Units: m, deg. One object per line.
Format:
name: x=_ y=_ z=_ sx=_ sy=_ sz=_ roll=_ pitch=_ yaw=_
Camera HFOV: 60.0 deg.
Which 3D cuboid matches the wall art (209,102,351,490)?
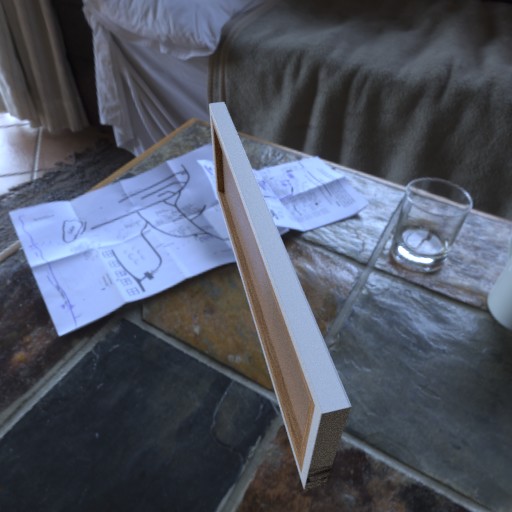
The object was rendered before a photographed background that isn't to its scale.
wall art: x=0.000 y=0.000 z=0.850 sx=0.036 sy=0.256 sz=0.766 roll=-10 pitch=46 yaw=-10
